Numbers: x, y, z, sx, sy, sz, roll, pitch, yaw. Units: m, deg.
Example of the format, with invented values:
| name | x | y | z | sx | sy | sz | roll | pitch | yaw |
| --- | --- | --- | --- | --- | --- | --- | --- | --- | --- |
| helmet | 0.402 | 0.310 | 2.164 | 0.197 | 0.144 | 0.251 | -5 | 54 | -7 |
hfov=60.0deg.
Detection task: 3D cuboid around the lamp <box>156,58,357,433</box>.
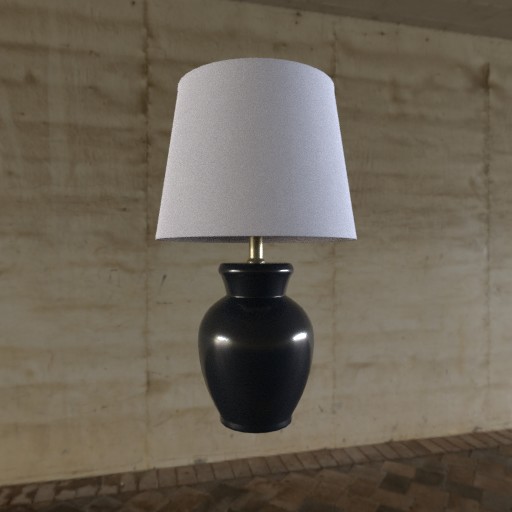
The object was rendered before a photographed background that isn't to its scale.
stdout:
| name | x | y | z | sx | sy | sz | roll | pitch | yaw |
| --- | --- | --- | --- | --- | --- | --- | --- | --- | --- |
| lamp | 0.000 | 0.000 | 0.540 | 0.239 | 0.399 | 0.239 | 0 | 0 | 0 |
